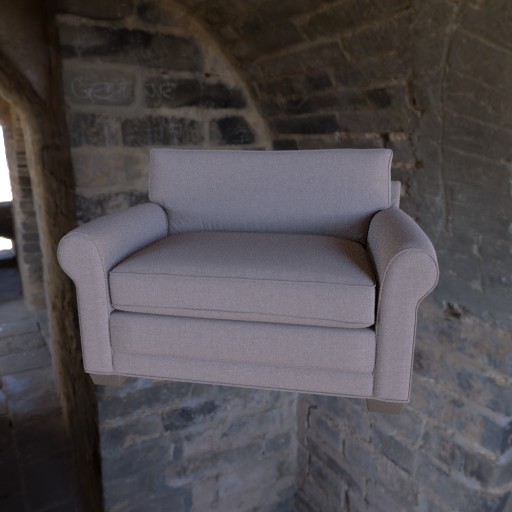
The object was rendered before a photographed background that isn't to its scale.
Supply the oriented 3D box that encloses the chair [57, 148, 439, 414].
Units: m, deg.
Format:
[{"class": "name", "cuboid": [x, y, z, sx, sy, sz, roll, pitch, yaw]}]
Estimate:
[{"class": "chair", "cuboid": [0.000, 0.000, 1.971, 1.390, 0.930, 0.930, 2, 14, 10]}]
